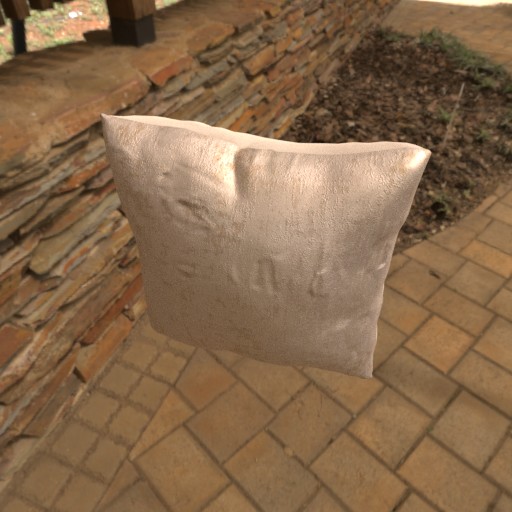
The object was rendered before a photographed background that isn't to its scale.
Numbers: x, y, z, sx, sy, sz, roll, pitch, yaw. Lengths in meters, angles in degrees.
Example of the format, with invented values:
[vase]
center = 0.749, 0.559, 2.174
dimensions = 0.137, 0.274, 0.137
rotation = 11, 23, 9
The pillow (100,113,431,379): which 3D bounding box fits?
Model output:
[pillow]
center = 0.000, 0.000, 0.722
dimensions = 0.450, 0.448, 0.245
rotation = 12, 42, 13
